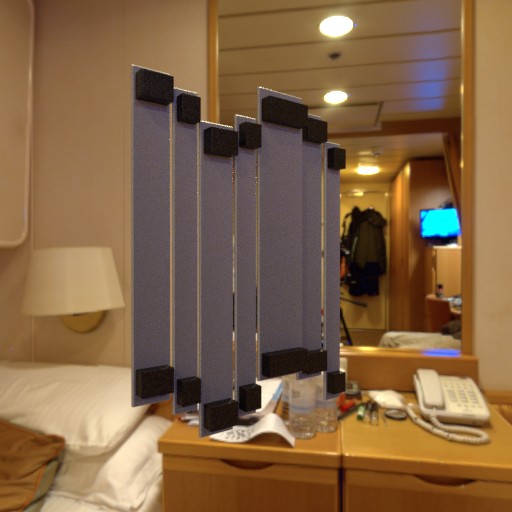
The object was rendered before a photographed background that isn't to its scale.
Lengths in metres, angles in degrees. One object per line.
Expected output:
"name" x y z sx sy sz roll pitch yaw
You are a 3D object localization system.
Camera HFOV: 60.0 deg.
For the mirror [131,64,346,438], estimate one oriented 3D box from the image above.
"mirror" 0.000 0.000 0.802 0.445 0.611 0.058 0 0 -37
